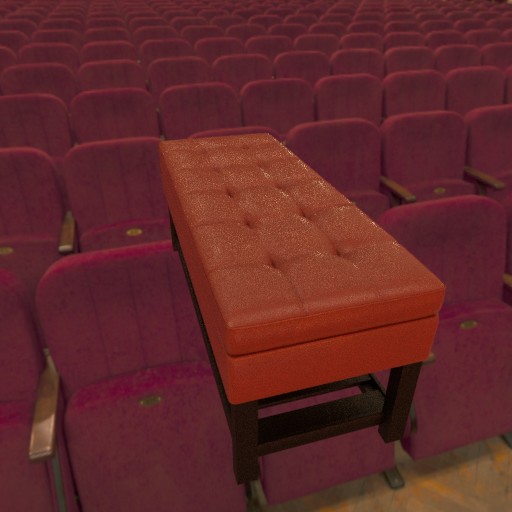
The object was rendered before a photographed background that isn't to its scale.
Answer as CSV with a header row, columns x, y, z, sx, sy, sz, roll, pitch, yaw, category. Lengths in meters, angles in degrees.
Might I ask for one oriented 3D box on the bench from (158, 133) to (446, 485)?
x,y,z,sx,sy,sz,roll,pitch,yaw,category
0.000,0.000,1.324,0.432,0.460,1.105,-9,32,-14,bench
